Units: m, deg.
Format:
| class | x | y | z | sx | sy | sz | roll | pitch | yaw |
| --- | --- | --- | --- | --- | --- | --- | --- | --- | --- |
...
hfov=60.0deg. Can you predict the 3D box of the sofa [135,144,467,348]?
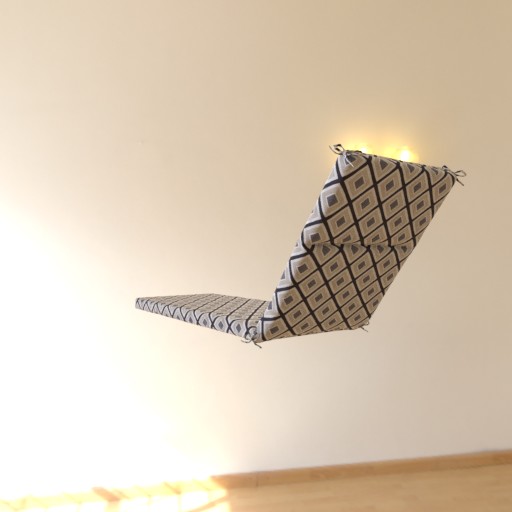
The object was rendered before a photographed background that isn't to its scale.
| class | x | y | z | sx | sy | sz | roll | pitch | yaw |
| --- | --- | --- | --- | --- | --- | --- | --- | --- | --- |
| sofa | 0.000 | 0.000 | 1.986 | 0.582 | 0.622 | 1.663 | 0 | 0 | -35 |
